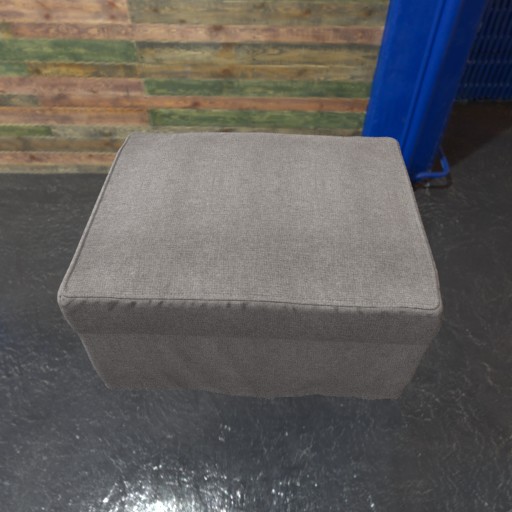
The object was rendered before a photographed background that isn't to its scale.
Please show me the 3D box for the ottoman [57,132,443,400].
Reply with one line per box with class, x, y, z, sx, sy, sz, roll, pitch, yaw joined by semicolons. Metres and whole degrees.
ottoman;0.000;0.000;1.267;0.833;0.492;0.652;2;48;1
